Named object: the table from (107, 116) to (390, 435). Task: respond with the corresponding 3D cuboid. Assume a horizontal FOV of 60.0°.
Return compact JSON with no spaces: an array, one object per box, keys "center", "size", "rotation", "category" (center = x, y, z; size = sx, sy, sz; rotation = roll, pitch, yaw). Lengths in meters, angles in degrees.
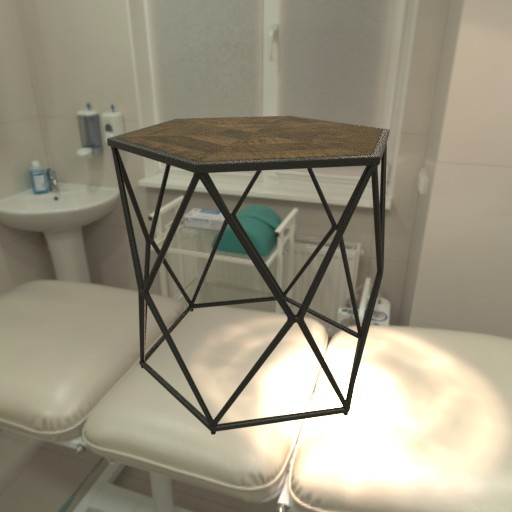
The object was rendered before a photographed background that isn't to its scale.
[{"center":[0.000,0.000,1.040],"size":[0.579,0.564,0.578],"rotation":[8,26,17],"category":"table"}]
